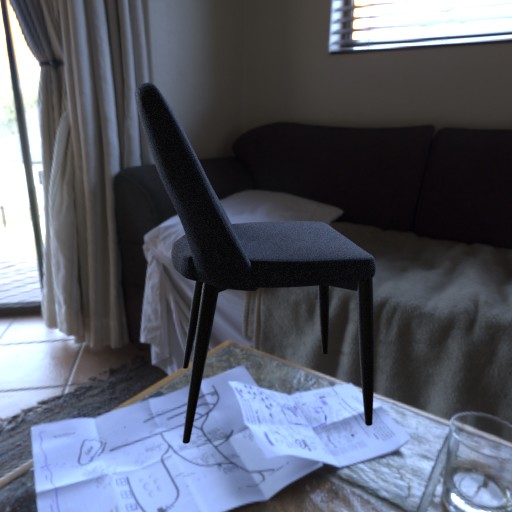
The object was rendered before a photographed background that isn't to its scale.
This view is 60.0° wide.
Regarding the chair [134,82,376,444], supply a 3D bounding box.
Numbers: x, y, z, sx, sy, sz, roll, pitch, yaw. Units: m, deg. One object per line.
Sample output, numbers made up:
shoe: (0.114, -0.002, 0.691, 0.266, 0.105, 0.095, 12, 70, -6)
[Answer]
chair: (0.000, 0.000, 1.294, 0.612, 0.931, 0.470, -3, 17, -9)
